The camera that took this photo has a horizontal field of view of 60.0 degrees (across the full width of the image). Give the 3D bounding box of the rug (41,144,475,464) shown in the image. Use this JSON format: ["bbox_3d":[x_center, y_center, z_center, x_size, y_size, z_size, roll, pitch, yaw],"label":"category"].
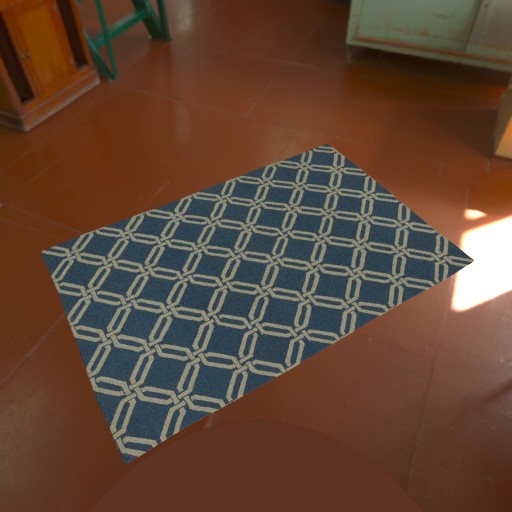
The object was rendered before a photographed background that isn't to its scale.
[{"bbox_3d":[0.000,0.000,2.121,1.755,0.010,1.153,-25,52,-21],"label":"rug"}]
